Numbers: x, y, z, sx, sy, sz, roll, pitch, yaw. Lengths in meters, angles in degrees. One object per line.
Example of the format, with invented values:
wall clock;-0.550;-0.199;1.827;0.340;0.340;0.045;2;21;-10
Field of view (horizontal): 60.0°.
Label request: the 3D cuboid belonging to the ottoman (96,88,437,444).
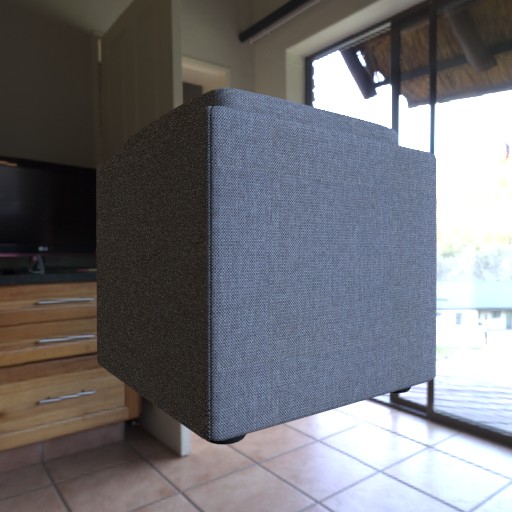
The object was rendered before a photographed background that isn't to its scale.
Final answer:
ottoman;0.000;0.000;0.803;0.450;0.460;0.450;0;1;-35
